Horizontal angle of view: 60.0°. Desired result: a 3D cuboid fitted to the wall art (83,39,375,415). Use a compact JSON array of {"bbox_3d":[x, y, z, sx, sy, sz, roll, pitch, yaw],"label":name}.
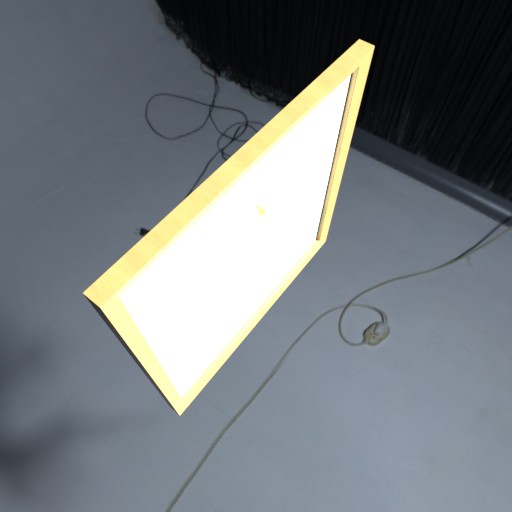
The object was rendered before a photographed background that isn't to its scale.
[{"bbox_3d":[0.000,0.000,2.829,0.097,1.936,1.935,34,65,18],"label":"wall art"}]
